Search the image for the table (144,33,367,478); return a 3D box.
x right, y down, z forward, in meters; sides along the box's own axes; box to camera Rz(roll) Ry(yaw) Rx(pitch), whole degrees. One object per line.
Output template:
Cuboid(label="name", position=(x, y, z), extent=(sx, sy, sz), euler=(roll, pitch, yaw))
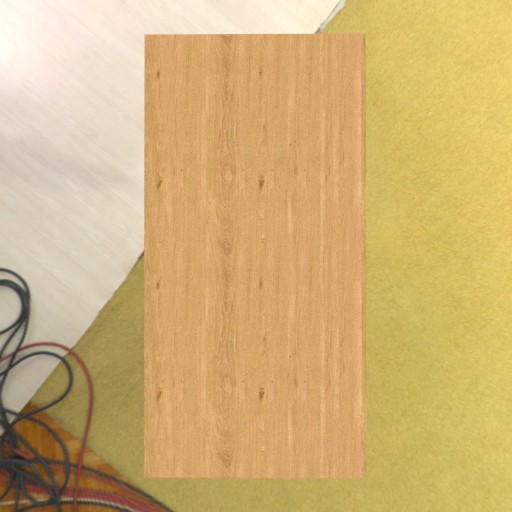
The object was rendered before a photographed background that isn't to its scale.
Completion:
Cuboid(label="table", position=(0.000, 0.000, 1.123), extent=(0.450, 0.452, 0.899), euler=(0, 90, 1))
